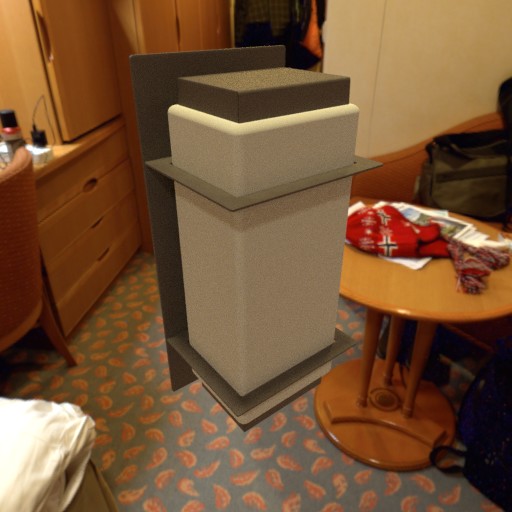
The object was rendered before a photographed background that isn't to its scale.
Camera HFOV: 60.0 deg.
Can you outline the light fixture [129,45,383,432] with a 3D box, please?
[{"bbox_3d":[0.000,0.000,0.418,0.153,0.347,0.146,-21,36,-32],"label":"light fixture"}]
